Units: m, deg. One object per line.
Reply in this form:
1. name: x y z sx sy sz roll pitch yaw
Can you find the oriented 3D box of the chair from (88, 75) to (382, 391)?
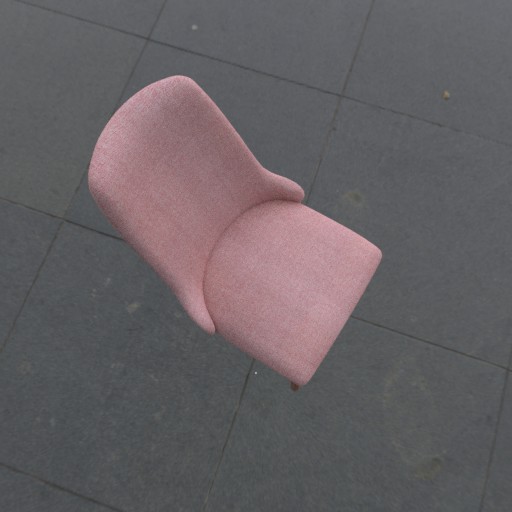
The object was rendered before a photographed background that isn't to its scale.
1. chair: 0.000 0.000 1.322 0.707 0.918 0.535 33 78 8
